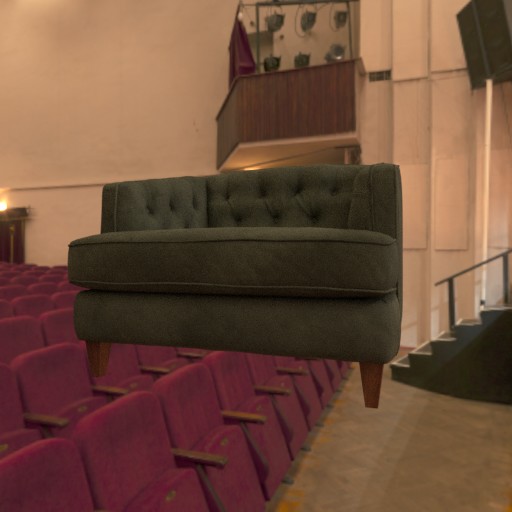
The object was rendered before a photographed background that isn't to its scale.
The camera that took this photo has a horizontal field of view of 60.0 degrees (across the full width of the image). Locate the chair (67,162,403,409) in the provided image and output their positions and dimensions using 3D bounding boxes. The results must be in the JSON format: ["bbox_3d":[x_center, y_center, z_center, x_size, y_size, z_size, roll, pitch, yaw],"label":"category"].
[{"bbox_3d":[0.000,0.000,1.750,1.104,0.852,0.941,0,0,20],"label":"chair"}]
